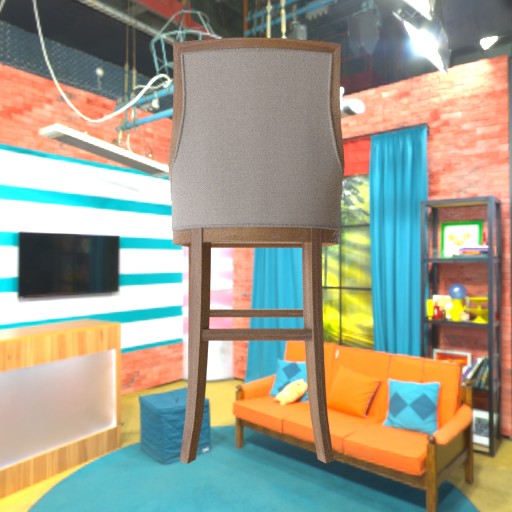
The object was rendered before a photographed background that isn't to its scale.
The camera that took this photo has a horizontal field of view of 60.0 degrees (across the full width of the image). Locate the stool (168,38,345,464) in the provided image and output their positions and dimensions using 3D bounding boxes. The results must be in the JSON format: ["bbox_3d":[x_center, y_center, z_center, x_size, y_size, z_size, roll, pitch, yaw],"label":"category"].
[{"bbox_3d":[0.000,0.000,1.422,0.524,1.101,0.626,0,-1,-1],"label":"stool"}]
